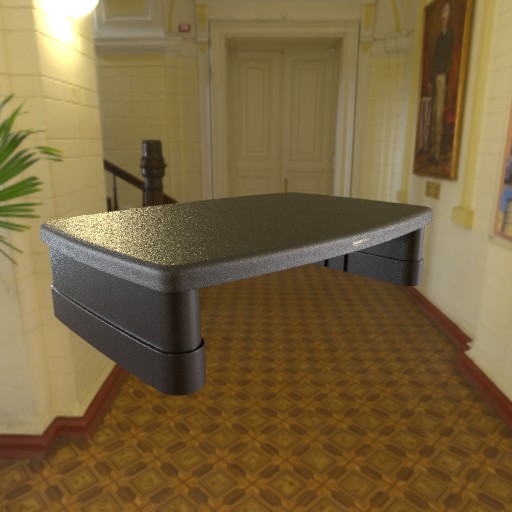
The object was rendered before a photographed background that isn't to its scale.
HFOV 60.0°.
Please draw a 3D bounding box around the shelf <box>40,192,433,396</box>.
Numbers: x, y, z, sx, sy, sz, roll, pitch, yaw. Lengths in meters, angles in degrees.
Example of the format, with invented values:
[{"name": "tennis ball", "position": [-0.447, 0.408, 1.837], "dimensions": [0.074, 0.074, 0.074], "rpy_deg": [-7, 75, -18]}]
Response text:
[{"name": "shelf", "position": [0.000, 0.000, 0.516], "dimensions": [0.410, 0.100, 0.280], "rpy_deg": [-14, 20, -43]}]
